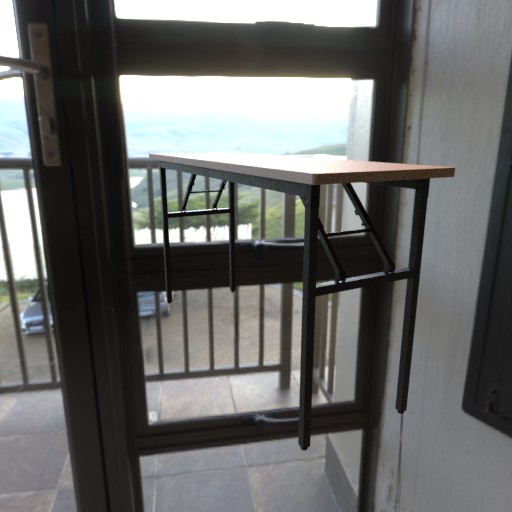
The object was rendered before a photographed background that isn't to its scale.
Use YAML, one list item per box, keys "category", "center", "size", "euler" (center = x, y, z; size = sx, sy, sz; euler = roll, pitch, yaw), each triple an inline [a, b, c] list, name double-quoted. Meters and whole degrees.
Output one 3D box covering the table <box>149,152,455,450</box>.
- category: "table"
  center: [0.000, 0.000, 1.741]
  size: [0.447, 0.750, 1.397]
  euler: [-8, 17, -27]
